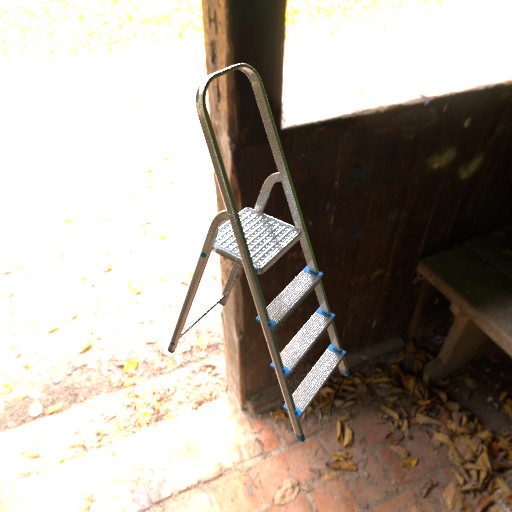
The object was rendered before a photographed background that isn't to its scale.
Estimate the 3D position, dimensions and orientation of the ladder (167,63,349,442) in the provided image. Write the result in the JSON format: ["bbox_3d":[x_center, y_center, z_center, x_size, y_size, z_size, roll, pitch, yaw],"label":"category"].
[{"bbox_3d":[0.000,0.000,1.810,0.842,1.434,0.445,26,47,27],"label":"ladder"}]
